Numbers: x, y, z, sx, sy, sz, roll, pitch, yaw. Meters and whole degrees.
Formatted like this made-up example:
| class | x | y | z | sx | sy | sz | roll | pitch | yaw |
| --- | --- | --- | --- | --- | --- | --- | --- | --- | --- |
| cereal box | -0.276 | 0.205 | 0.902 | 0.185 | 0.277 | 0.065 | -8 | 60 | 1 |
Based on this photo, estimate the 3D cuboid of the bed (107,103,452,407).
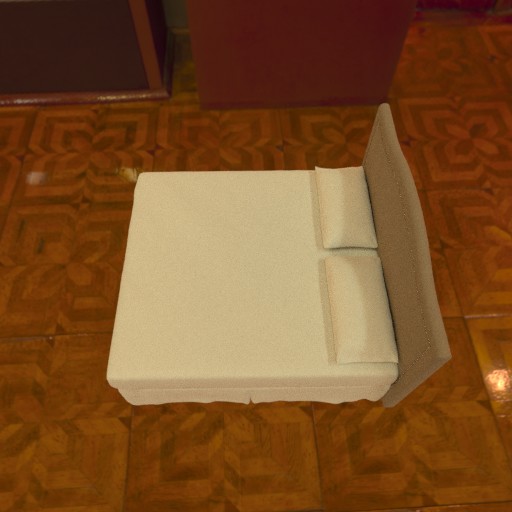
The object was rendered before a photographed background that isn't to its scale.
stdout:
| class | x | y | z | sx | sy | sz | roll | pitch | yaw |
| --- | --- | --- | --- | --- | --- | --- | --- | --- | --- |
| bed | 0.000 | 0.000 | 3.509 | 2.182 | 1.421 | 2.083 | -1 | 59 | 0 |
